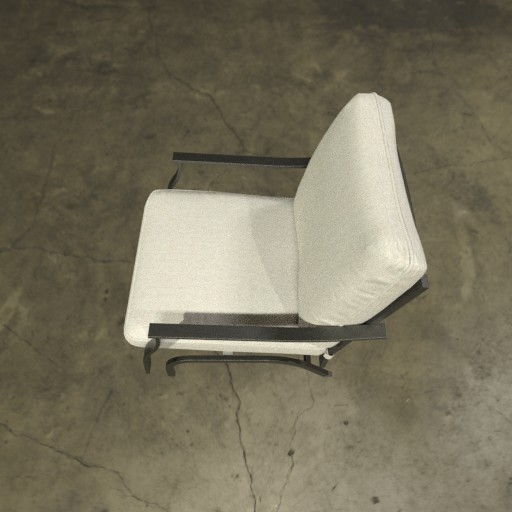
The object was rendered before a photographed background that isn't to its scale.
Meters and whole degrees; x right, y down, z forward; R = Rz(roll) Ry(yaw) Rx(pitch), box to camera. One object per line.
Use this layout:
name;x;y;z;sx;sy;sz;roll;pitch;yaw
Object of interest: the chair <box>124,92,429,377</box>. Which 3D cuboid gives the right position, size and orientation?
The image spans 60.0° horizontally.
chair;0.000;0.000;1.412;0.787;0.860;0.650;0;58;0
